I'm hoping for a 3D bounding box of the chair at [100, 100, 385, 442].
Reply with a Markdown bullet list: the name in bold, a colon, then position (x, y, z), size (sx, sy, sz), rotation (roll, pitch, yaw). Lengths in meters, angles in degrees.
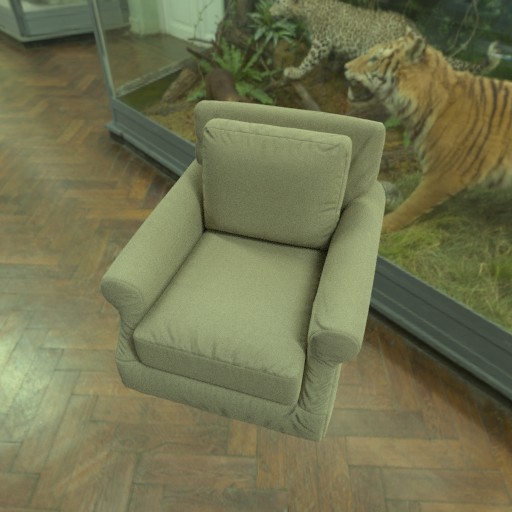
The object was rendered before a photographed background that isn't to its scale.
- **chair**: position (0.000, 0.000, 1.807), size (0.940, 0.866, 1.066), rotation (11, 42, 13)
